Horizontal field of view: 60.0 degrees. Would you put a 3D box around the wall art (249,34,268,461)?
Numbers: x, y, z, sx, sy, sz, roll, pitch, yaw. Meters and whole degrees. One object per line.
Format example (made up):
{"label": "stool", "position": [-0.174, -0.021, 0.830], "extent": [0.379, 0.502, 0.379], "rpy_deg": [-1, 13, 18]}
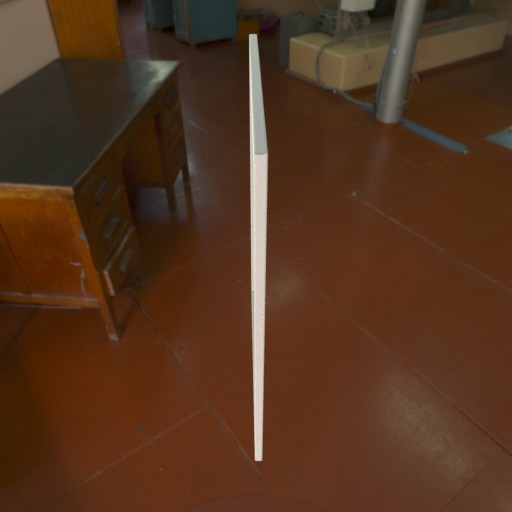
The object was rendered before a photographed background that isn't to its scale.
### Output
{"label": "wall art", "position": [0.000, 0.000, 0.671], "extent": [0.012, 0.529, 0.374], "rpy_deg": [-1, 40, -1]}
